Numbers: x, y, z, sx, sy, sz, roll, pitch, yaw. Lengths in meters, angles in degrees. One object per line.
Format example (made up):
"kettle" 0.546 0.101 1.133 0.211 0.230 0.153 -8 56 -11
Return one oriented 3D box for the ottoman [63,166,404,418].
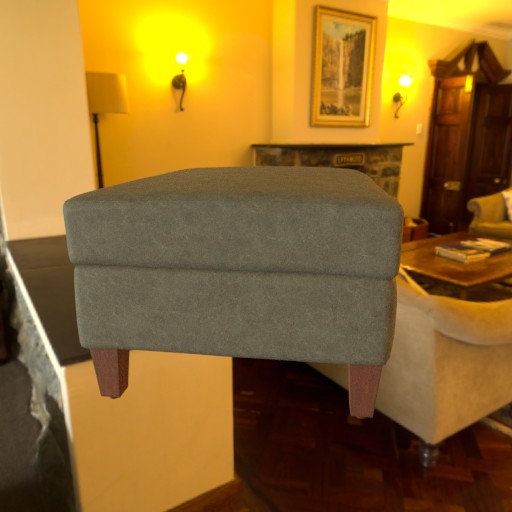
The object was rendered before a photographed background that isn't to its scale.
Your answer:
"ottoman" 0.000 0.000 1.225 0.639 0.464 0.839 2 15 7
